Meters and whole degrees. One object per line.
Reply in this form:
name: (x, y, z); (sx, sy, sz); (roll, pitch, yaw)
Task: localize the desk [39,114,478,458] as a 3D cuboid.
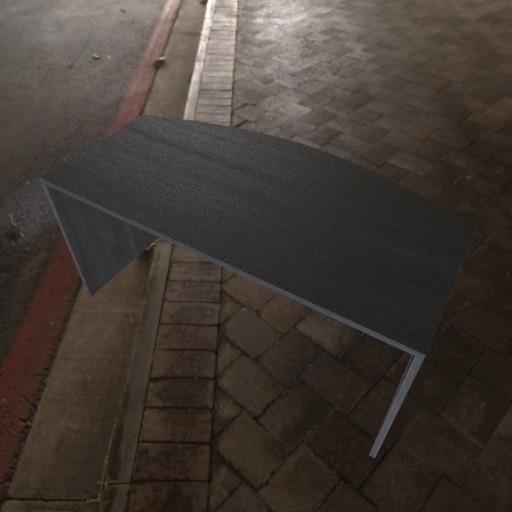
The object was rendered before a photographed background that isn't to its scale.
desk: (0.000, 0.000, 2.028); (1.600, 0.750, 0.802); (24, 50, 22)
